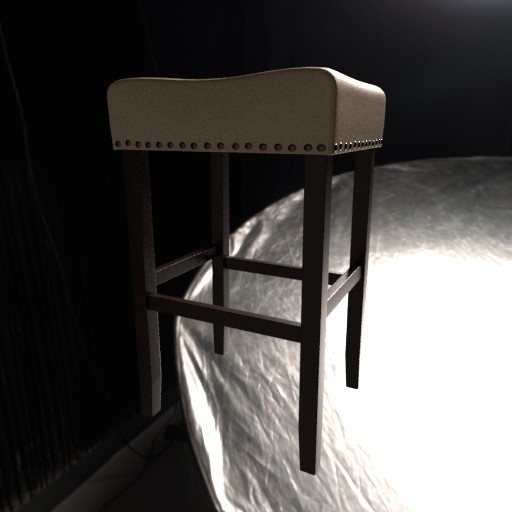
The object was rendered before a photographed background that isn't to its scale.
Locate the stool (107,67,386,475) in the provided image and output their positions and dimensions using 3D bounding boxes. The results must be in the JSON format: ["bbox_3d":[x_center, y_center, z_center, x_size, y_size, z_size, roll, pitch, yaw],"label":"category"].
[{"bbox_3d":[0.000,0.000,1.038,0.471,0.762,0.401,8,18,26],"label":"stool"}]
